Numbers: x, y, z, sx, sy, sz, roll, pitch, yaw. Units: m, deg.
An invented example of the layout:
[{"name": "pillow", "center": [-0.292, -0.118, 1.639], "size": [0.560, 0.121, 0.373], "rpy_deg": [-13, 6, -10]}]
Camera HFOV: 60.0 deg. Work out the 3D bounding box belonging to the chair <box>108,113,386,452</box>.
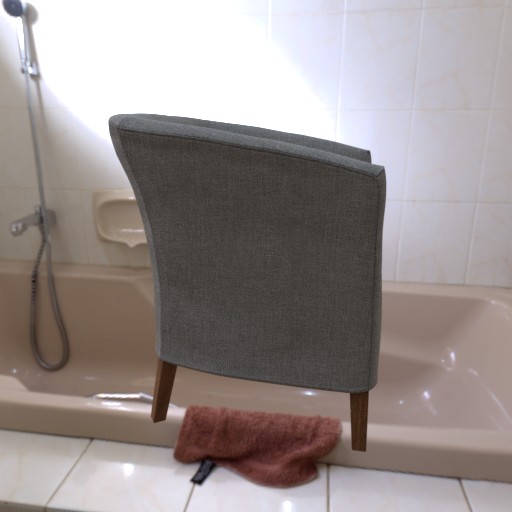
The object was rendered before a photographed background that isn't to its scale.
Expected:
[{"name": "chair", "center": [0.000, 0.000, 1.253], "size": [0.668, 0.771, 0.600], "rpy_deg": [3, 17, 11]}]
